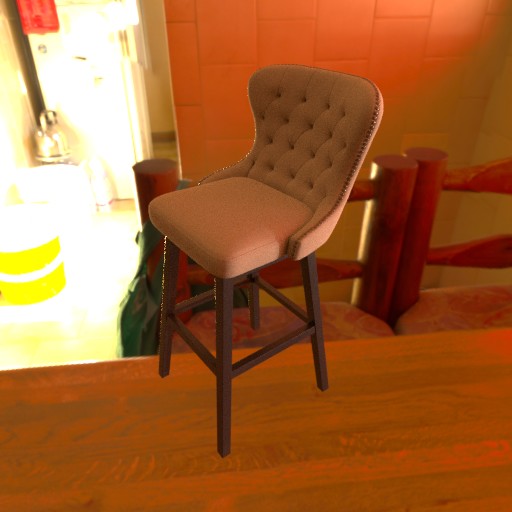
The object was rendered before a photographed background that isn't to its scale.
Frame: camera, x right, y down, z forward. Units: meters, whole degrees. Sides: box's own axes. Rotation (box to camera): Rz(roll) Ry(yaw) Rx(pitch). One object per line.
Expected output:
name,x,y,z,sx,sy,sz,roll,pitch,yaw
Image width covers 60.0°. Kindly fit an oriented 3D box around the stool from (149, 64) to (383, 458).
stool,0.000,0.000,1.428,0.605,1.066,0.528,-22,38,-31
